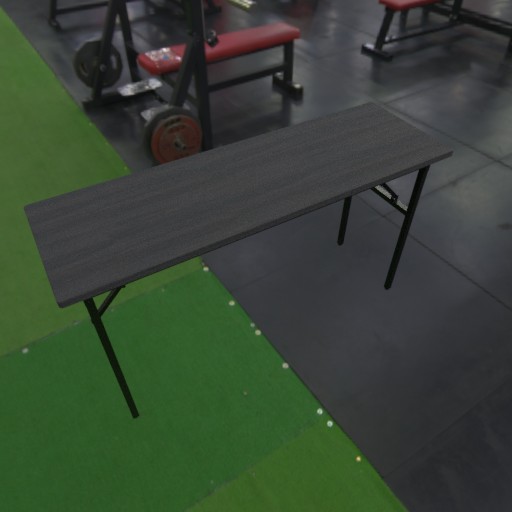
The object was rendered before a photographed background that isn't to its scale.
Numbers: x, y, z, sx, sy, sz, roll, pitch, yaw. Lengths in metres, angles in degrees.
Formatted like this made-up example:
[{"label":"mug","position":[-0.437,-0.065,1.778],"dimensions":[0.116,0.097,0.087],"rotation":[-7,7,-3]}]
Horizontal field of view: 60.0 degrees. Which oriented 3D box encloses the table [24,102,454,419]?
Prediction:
[{"label":"table","position":[0.000,0.000,1.741],"dimensions":[1.399,0.750,0.449],"rotation":[-22,49,-21]}]
